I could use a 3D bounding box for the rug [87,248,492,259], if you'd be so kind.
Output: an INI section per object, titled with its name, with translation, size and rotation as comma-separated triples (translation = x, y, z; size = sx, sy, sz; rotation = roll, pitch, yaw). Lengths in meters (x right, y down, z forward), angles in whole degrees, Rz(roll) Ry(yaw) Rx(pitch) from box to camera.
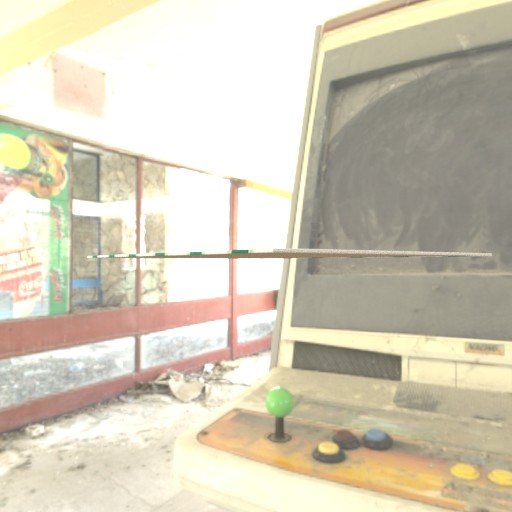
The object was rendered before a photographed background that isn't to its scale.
[rug]
translation = 0.000, 0.000, 2.305
size = 1.210, 0.012, 1.829
rotation = 1, -1, -36
